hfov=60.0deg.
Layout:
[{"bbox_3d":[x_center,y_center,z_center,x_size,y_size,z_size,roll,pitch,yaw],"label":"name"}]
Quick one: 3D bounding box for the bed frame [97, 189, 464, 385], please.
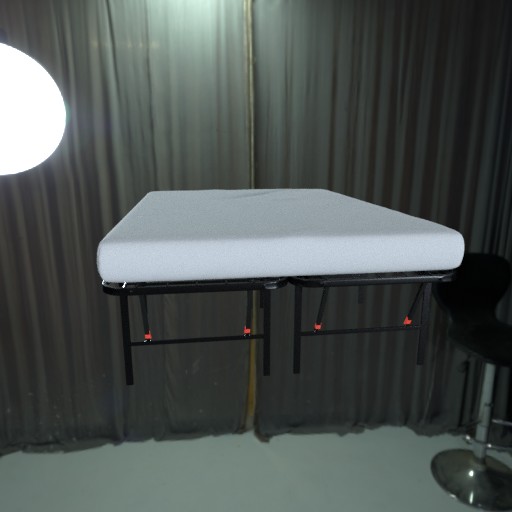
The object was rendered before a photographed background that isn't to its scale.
[{"bbox_3d":[0.000,0.000,2.556,1.372,0.637,1.905,-2,14,-8],"label":"bed frame"}]
